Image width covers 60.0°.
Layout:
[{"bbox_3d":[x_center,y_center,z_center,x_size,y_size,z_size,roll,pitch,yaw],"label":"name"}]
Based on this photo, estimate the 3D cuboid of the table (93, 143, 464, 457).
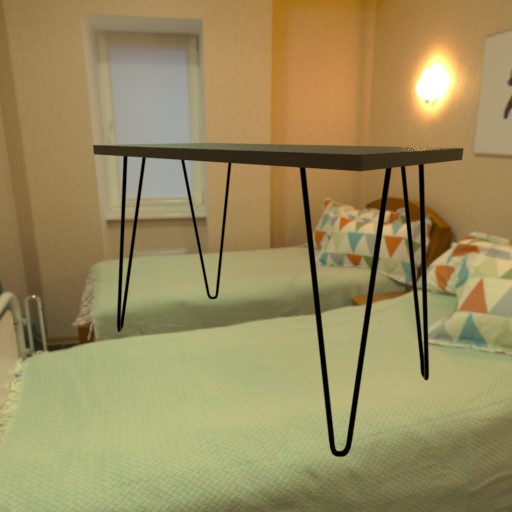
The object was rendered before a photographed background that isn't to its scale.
[{"bbox_3d":[0.000,0.000,1.376,0.991,0.660,0.499,14,21,42],"label":"table"}]
